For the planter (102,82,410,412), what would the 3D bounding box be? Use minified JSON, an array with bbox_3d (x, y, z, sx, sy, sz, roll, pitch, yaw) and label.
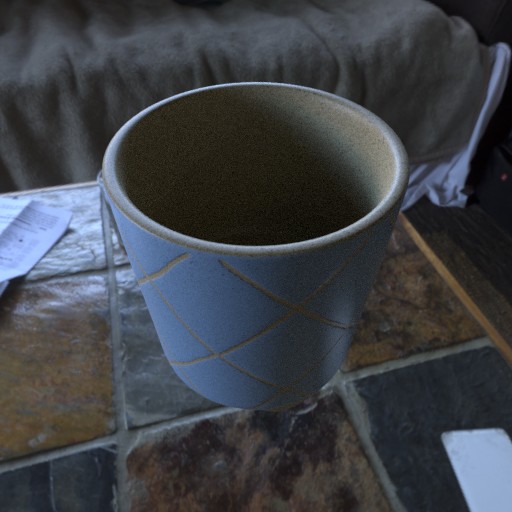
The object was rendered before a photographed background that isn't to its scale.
[{"bbox_3d":[0.000,0.000,0.419,0.227,0.235,0.227,0,46,0],"label":"planter"}]
